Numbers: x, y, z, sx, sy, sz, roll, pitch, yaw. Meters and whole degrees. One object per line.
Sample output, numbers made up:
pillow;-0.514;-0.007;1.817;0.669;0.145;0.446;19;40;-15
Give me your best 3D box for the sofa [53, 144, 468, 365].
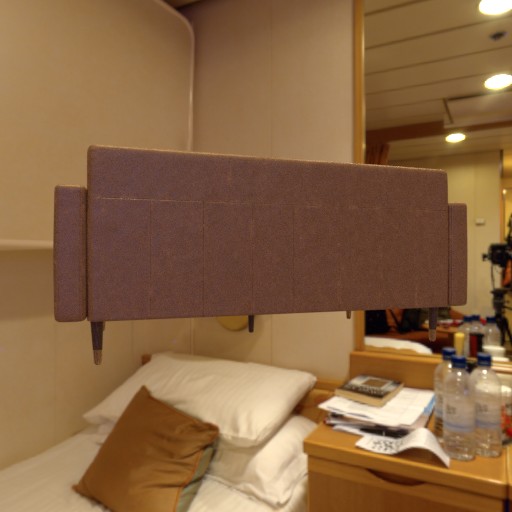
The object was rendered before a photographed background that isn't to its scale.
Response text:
sofa;0.000;0.000;2.302;1.847;0.821;0.993;0;0;-18
